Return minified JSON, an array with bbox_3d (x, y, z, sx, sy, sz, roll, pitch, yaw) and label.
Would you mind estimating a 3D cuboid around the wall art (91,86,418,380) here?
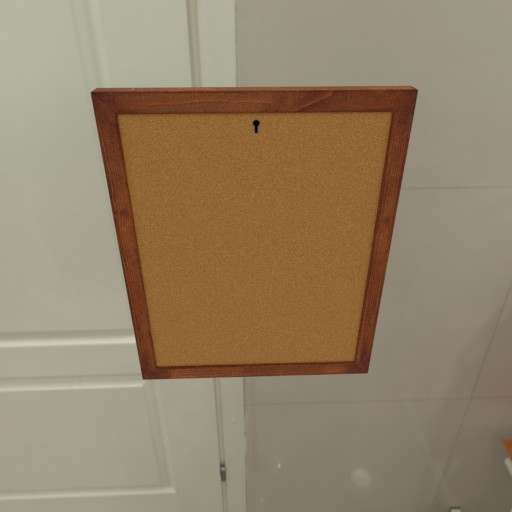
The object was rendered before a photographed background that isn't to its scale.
[{"bbox_3d":[0.000,0.000,0.778,0.462,0.558,0.030,-1,31,-2],"label":"wall art"}]
